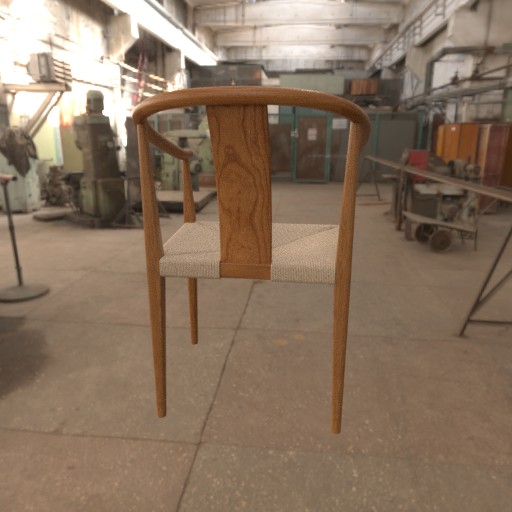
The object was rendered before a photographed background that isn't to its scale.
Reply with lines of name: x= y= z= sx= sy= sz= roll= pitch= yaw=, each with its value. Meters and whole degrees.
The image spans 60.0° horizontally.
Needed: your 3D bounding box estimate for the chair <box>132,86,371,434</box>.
chair: x=0.000 y=0.000 z=1.189 sx=0.556 sy=0.800 sz=0.579 roll=2 pitch=15 yaw=8
